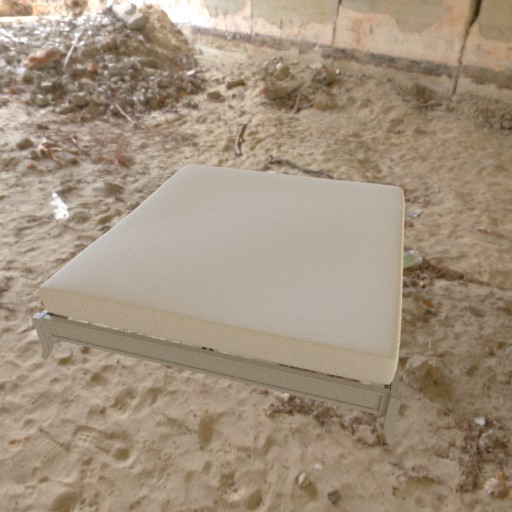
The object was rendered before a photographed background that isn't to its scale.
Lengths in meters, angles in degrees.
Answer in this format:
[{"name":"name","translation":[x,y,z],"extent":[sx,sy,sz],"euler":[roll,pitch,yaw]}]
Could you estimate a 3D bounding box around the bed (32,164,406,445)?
[{"name":"bed","translation":[0.000,0.000,3.085],"extent":[2.007,0.510,2.108],"euler":[9,34,14]}]
